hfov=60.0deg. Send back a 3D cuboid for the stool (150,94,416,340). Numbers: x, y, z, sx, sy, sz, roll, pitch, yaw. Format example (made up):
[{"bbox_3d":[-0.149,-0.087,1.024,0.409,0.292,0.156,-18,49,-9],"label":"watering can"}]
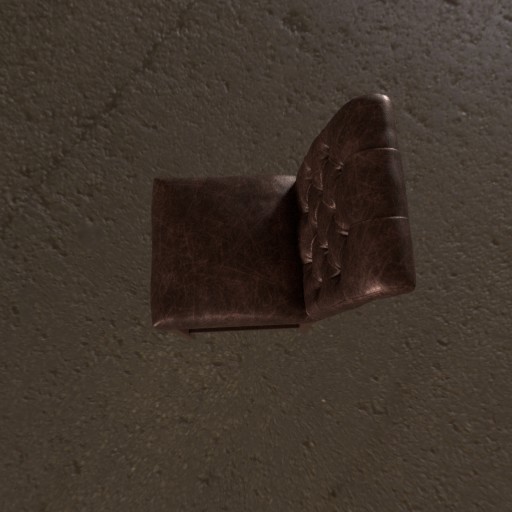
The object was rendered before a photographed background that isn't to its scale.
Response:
[{"bbox_3d":[0.000,0.000,1.505,0.659,1.168,0.483,-3,76,-1],"label":"stool"}]
